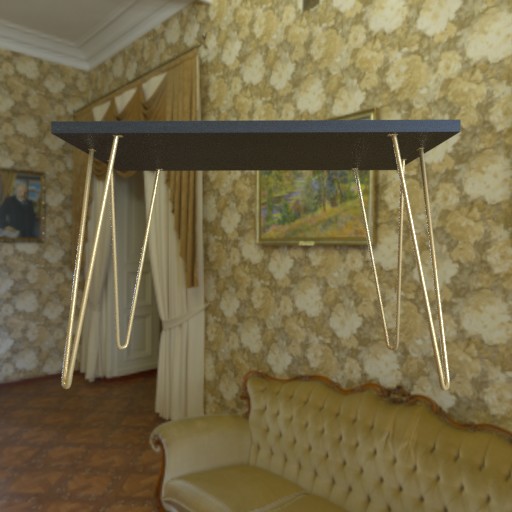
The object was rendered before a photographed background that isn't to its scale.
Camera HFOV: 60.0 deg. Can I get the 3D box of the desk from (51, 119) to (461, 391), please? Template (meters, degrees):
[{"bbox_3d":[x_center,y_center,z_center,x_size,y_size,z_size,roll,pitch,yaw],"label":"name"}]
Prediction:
[{"bbox_3d":[0.000,0.000,1.324,0.991,0.660,0.499,0,0,1],"label":"desk"}]
